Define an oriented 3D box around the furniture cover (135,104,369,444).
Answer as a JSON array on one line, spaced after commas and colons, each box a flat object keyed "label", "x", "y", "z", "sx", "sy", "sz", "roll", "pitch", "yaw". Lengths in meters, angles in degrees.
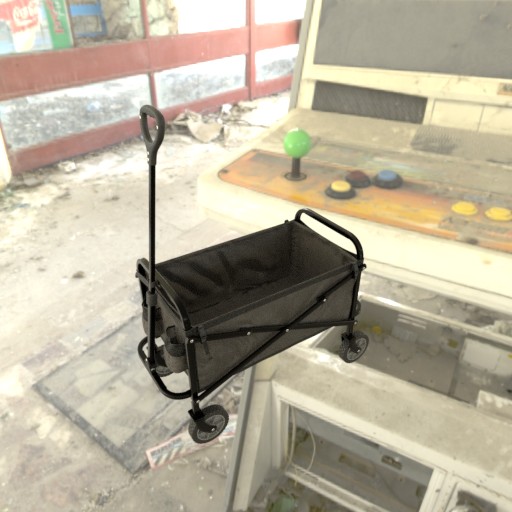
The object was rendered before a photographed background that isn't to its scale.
[{"label": "furniture cover", "x": 0.000, "y": 0.000, "z": 1.825, "sx": 1.038, "sy": 1.295, "sz": 0.532, "roll": -19, "pitch": 37, "yaw": -28}]
